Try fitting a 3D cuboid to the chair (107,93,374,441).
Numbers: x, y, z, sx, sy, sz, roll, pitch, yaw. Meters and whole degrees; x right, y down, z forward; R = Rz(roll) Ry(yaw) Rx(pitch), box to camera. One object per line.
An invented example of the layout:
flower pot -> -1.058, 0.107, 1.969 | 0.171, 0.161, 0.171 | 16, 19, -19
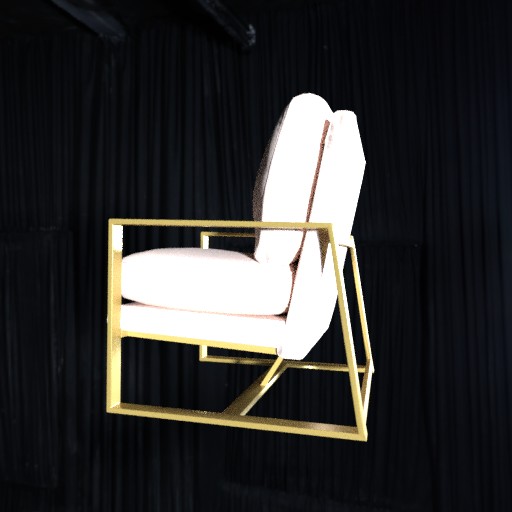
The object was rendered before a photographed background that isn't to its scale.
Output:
chair -> 0.000, 0.000, 1.615 | 0.813, 0.956, 0.758 | 0, 0, 16
